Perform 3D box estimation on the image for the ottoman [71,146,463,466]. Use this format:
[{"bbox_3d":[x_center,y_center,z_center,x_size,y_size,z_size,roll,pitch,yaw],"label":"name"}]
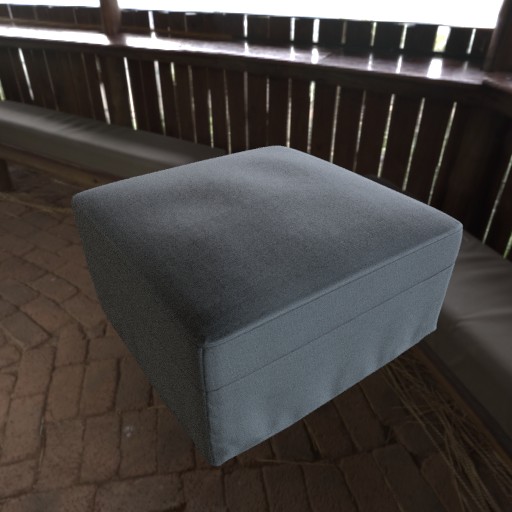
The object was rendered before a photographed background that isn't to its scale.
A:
[{"bbox_3d":[0.000,0.000,1.361,0.843,0.441,0.842,-21,38,-29],"label":"ottoman"}]
